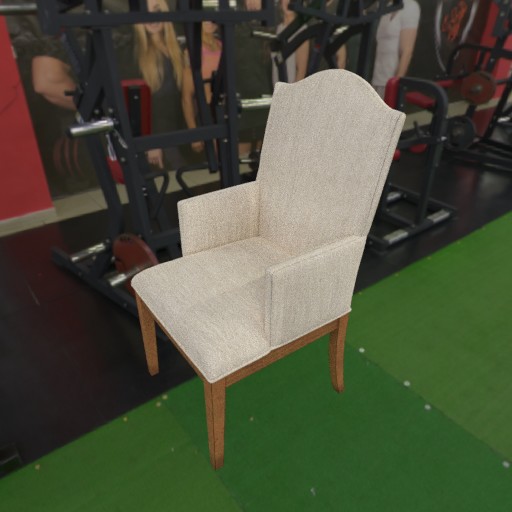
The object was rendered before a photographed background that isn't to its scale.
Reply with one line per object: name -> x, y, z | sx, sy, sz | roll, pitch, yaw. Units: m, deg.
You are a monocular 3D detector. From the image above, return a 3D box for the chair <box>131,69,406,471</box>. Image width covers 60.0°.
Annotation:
chair -> 0.000, 0.000, 1.360 | 0.641, 1.016, 0.533 | -20, 37, -29
